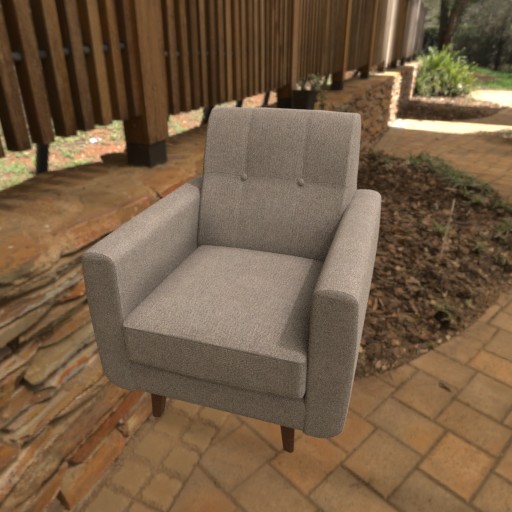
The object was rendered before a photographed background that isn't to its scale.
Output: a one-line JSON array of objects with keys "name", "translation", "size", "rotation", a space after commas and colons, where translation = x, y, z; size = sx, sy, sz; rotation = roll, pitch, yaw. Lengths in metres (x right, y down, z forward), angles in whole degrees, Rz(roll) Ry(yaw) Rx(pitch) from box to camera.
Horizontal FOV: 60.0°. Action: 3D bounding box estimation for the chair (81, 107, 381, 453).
[{"name": "chair", "translation": [0.000, 0.000, 1.658], "size": [0.845, 0.968, 0.942], "rotation": [8, 28, 16]}]
